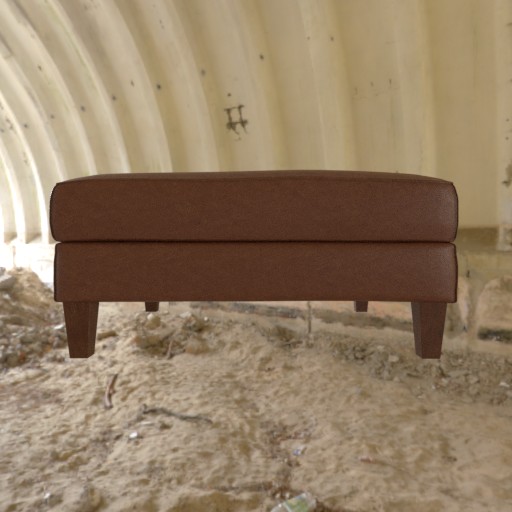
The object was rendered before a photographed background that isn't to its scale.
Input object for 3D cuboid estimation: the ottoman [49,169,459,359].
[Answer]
[{"bbox_3d":[0.000,0.000,1.448,0.987,0.472,0.836,0,2,0],"label":"ottoman"}]
